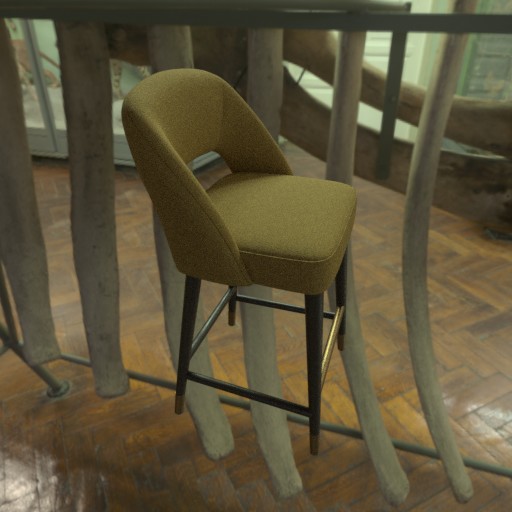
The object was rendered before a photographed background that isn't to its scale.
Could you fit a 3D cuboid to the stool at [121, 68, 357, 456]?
[{"bbox_3d":[0.000,0.000,1.239,0.522,0.939,0.536,10,33,16],"label":"stool"}]
